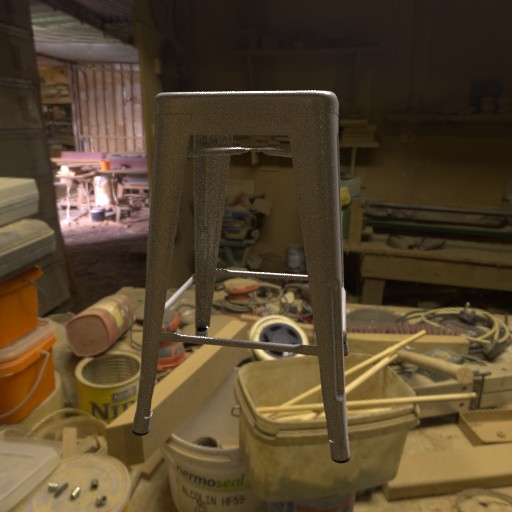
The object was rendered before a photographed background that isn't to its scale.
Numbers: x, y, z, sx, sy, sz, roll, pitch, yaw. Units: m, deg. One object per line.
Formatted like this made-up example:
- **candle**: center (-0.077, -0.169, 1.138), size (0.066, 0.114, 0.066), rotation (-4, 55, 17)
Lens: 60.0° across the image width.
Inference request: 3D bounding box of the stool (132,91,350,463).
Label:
- **stool**: center (0.000, 0.000, 0.897), size (0.406, 0.610, 0.406), rotation (3, 17, 10)
